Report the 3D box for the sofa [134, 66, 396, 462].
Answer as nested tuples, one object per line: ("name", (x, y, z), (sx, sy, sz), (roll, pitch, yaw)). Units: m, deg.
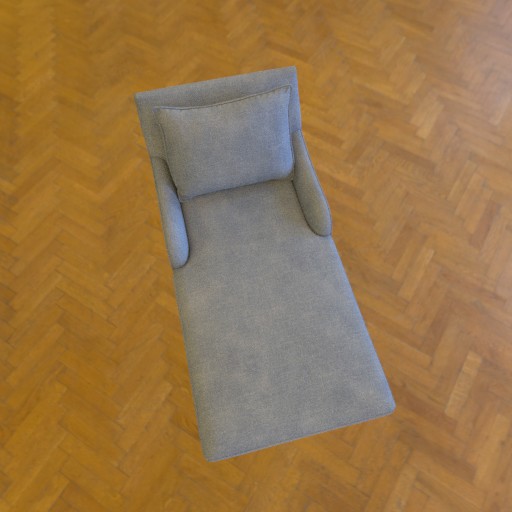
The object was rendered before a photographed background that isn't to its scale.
("sofa", (0.000, 0.000, 2.287), (0.904, 0.883, 1.779), (-12, 64, -6))
